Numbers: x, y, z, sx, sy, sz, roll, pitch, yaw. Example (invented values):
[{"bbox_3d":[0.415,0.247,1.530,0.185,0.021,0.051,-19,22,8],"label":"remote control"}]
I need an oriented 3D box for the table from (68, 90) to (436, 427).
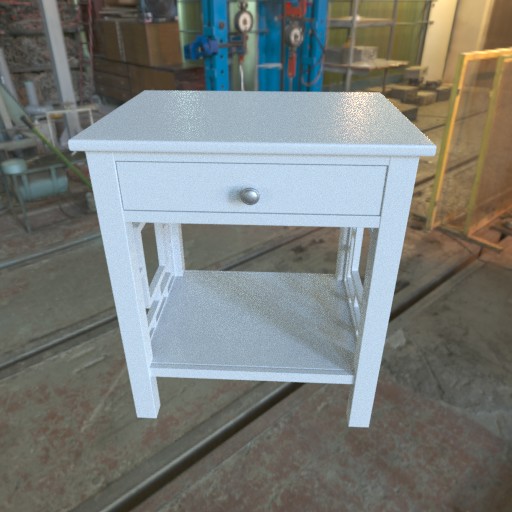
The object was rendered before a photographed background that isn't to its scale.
[{"bbox_3d":[0.000,0.000,1.021,0.564,0.646,0.451,1,30,3],"label":"table"}]
